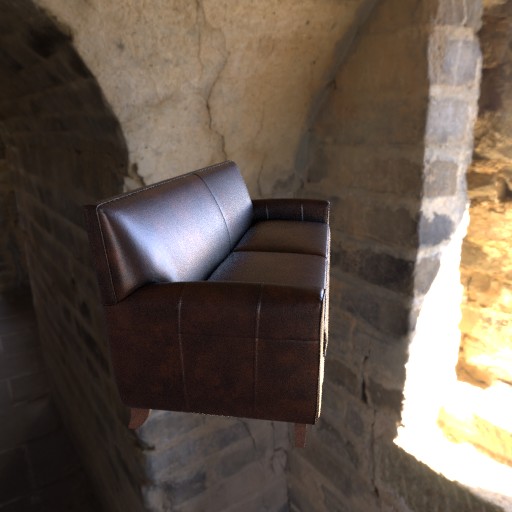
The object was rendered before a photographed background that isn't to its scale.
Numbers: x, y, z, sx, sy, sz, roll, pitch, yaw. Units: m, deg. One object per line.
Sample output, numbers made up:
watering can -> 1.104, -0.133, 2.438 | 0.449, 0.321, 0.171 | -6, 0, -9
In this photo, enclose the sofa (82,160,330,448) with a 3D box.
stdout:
sofa -> 0.000, 0.000, 2.385 | 0.786, 0.871, 1.995 | 3, 16, 9
